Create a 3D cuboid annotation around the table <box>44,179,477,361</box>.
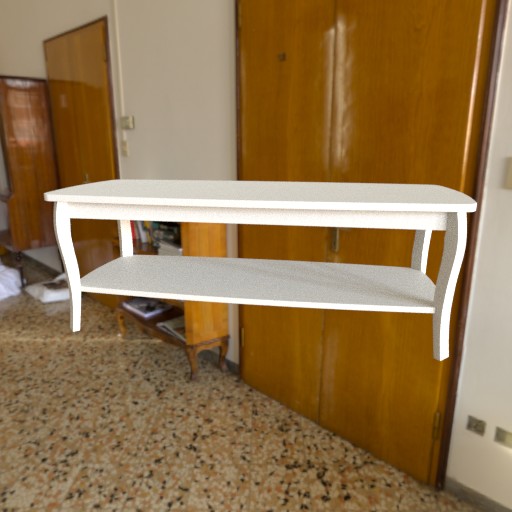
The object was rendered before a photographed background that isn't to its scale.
[{"bbox_3d":[0.000,0.000,1.578,1.334,0.474,0.561,3,15,10],"label":"table"}]
